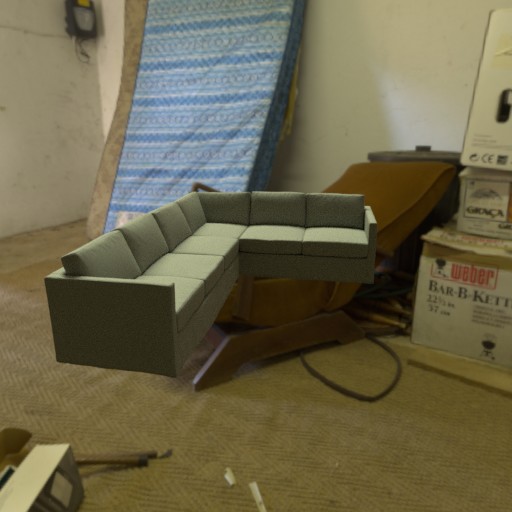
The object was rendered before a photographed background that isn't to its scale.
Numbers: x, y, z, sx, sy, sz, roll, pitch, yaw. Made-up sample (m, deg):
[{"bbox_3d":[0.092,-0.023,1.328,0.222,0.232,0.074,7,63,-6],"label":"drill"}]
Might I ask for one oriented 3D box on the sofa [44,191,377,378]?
[{"bbox_3d":[0.000,0.000,4.410,2.432,0.871,3.182,3,17,9],"label":"sofa"}]
